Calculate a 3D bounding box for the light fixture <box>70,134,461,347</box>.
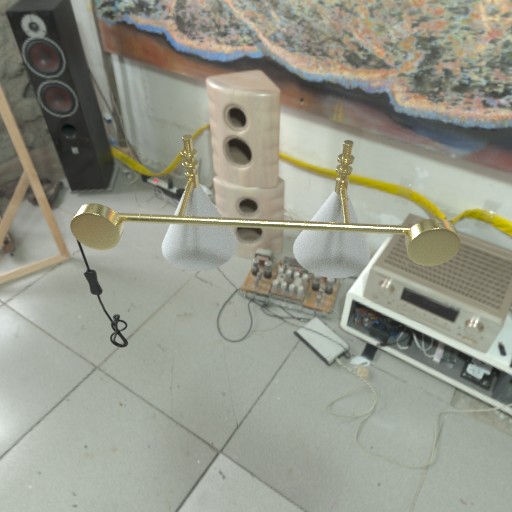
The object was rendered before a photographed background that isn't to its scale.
[{"bbox_3d":[0.000,0.000,0.882,0.642,0.468,0.239,3,43,3],"label":"light fixture"}]
